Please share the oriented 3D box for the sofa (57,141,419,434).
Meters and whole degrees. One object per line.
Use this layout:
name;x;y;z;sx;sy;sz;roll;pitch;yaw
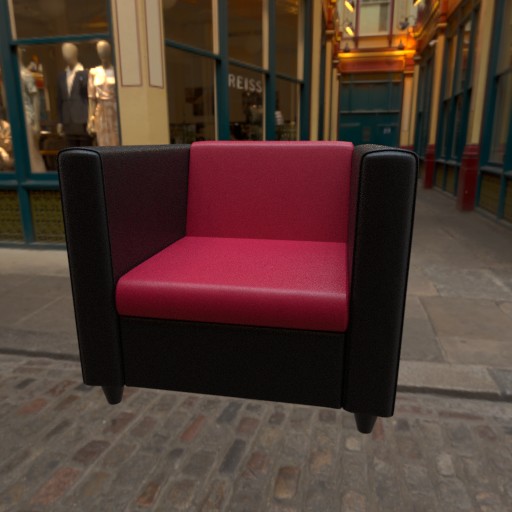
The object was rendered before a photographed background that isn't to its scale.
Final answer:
sofa;0.000;0.000;1.445;0.839;0.724;0.809;3;15;10
